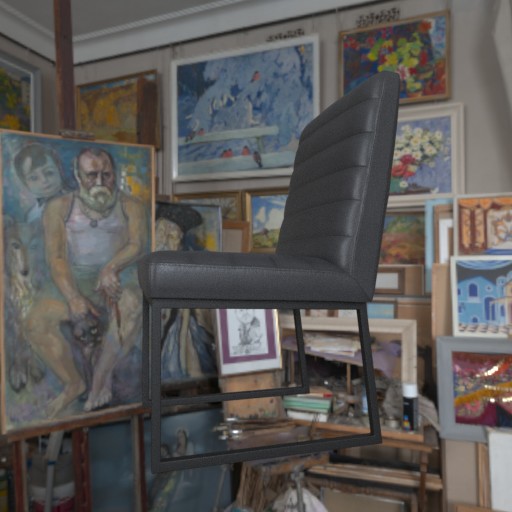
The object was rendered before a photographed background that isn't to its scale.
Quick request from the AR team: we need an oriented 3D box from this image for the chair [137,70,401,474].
[{"bbox_3d":[0.000,0.000,1.248,0.634,0.930,0.520,0,-1,-17],"label":"chair"}]
